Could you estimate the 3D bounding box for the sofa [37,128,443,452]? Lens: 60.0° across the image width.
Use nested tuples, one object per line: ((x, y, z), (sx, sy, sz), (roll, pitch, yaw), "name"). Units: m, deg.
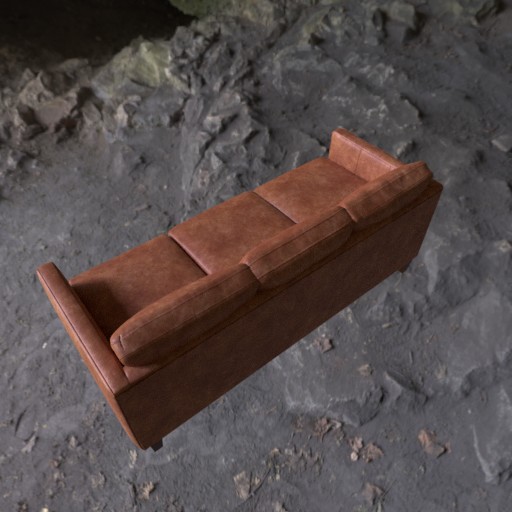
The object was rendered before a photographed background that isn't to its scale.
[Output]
((0.000, 0.000, 2.975), (2.464, 1.006, 1.045), (-30, 53, -25), "sofa")
